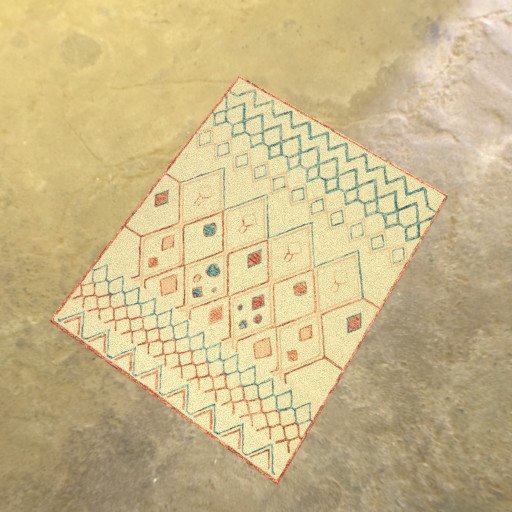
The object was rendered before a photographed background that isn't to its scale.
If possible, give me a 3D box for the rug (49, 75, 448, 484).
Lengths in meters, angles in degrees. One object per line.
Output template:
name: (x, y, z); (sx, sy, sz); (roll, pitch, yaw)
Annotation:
rug: (0.000, 0.000, 4.127); (2.441, 0.016, 3.050); (33, 78, 8)
